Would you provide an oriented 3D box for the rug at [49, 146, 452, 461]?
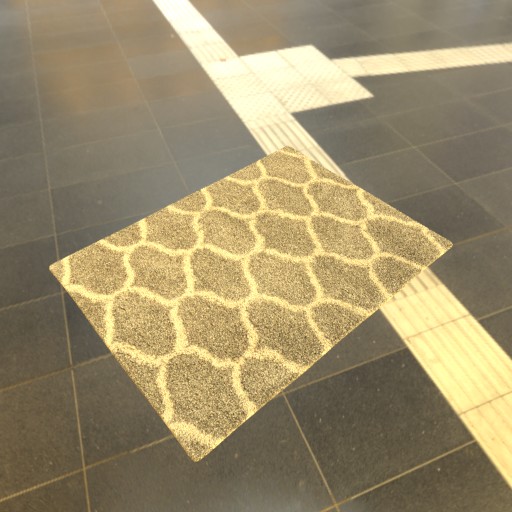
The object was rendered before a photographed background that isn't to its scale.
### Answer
[{"bbox_3d":[0.000,0.000,2.178,1.600,0.025,1.200,-32,54,-27],"label":"rug"}]
